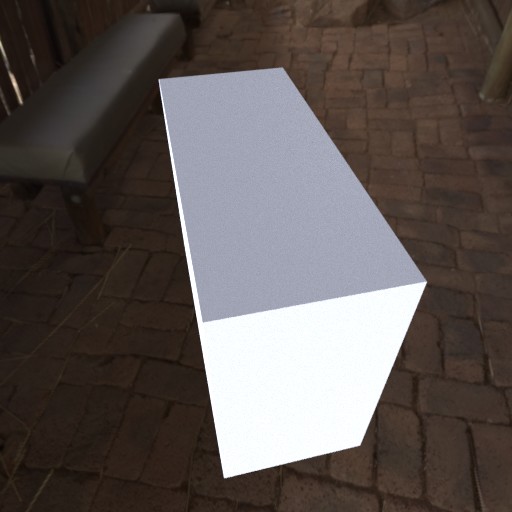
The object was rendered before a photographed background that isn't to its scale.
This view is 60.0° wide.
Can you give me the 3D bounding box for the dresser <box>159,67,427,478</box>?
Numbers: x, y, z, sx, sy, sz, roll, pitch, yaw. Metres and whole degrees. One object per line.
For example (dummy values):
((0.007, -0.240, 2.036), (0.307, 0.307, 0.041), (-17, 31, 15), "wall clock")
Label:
((0.000, 0.000, 1.532), (0.460, 0.820, 1.100), (-9, 46, -9), "dresser")
